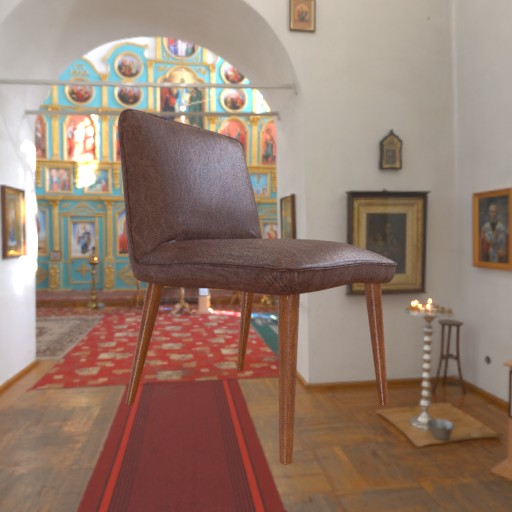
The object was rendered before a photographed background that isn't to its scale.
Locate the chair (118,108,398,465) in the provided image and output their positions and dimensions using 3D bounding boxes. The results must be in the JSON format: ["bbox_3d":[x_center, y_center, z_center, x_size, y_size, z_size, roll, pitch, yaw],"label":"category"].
[{"bbox_3d":[0.000,0.000,1.194,0.645,0.803,0.543,0,1,36],"label":"chair"}]
